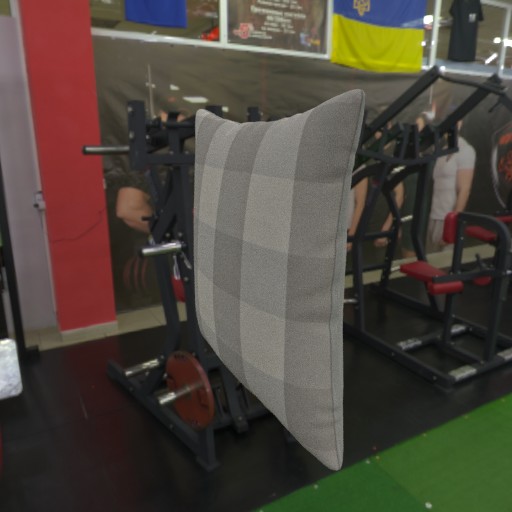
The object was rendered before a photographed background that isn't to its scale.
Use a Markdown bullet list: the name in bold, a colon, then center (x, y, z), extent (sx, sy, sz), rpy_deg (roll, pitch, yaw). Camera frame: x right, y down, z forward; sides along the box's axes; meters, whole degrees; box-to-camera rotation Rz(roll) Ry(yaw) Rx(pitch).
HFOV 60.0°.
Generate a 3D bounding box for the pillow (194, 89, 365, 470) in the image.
- **pillow**: center (0.000, 0.000, 0.774), extent (0.161, 0.509, 0.511), rpy_deg (-8, 17, -26)
